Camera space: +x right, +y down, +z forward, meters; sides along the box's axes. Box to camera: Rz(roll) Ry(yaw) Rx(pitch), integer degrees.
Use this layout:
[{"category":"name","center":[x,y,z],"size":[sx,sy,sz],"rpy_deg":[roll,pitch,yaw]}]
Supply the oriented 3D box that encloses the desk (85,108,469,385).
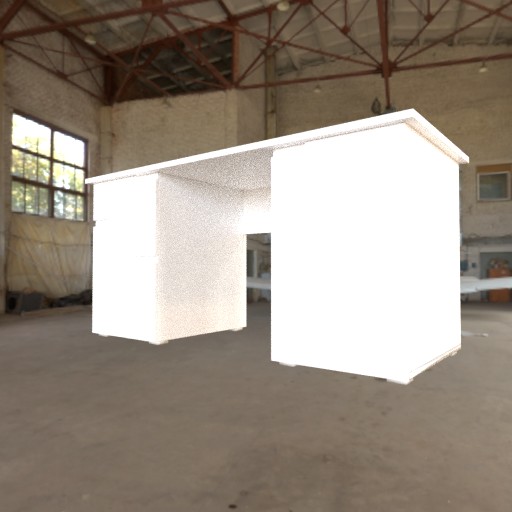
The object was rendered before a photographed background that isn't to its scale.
[{"category":"desk","center":[0.000,0.000,1.933],"size":[1.580,0.760,0.670],"rpy_deg":[-1,-2,37]}]
